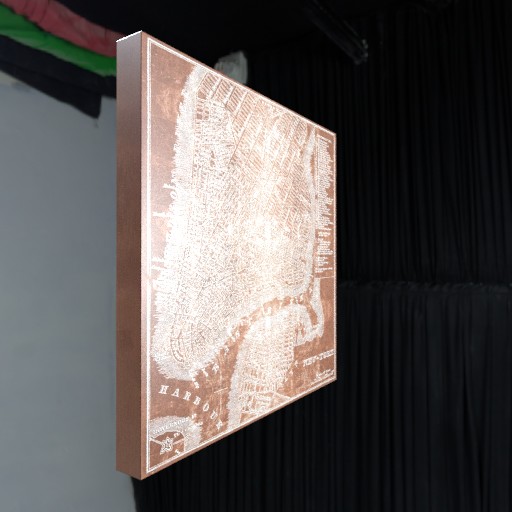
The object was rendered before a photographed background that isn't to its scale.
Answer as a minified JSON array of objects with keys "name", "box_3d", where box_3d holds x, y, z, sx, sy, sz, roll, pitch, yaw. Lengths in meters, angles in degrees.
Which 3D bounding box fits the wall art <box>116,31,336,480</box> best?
[{"name":"wall art","box_3d":[0.000,0.000,0.570,0.035,0.403,0.403,0,0,35]}]
